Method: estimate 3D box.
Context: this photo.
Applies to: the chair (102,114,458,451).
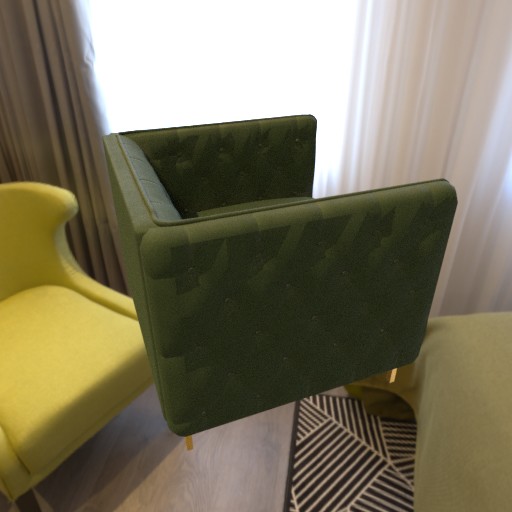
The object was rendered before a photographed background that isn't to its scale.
[{"bbox_3d":[0.000,0.000,1.563,0.855,0.768,0.917,-12,33,-18],"label":"chair"}]
